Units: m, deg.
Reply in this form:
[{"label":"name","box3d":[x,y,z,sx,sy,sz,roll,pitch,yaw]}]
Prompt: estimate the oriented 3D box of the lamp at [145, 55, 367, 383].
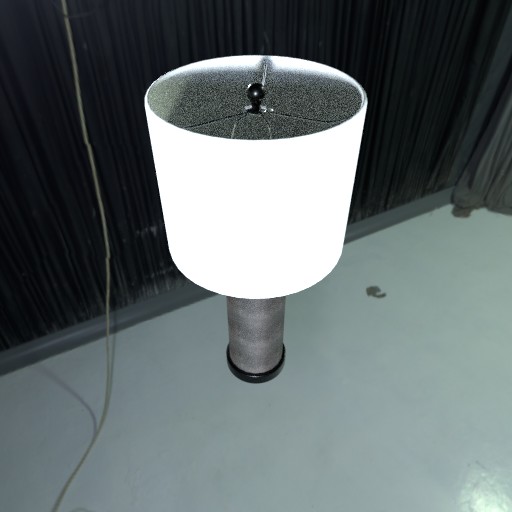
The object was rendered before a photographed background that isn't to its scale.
[{"label":"lamp","box3d":[0.000,0.000,0.819,0.305,0.634,0.305,-24,47,-25]}]
